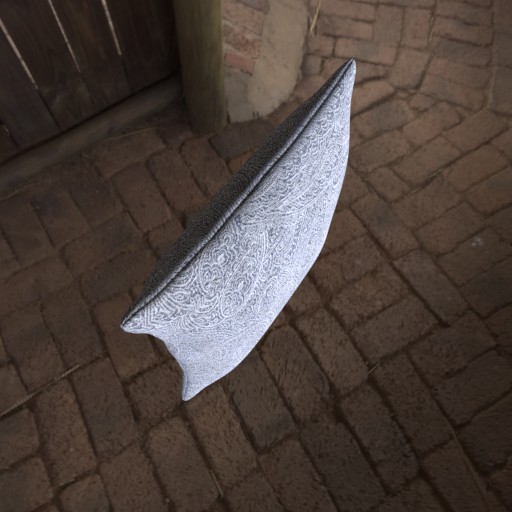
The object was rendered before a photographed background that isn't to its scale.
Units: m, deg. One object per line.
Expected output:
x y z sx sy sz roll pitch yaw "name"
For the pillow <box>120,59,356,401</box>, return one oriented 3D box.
0.000 0.000 0.801 0.166 0.510 0.523 32 67 15 "pillow"
